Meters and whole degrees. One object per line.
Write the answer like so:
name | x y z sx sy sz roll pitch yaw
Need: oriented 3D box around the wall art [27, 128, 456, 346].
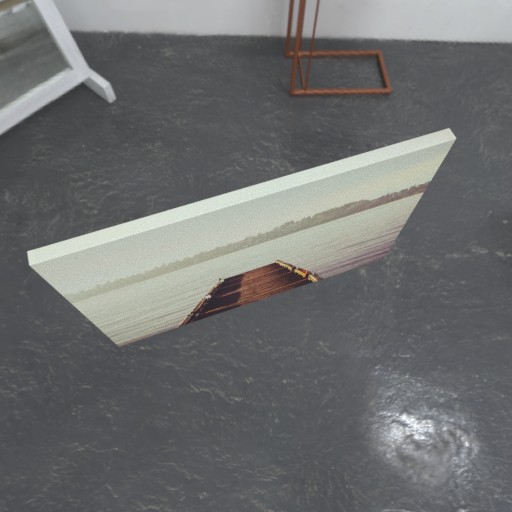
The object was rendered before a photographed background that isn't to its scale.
wall art | 0.000 0.000 1.478 1.149 0.765 0.040 -18 65 -8
